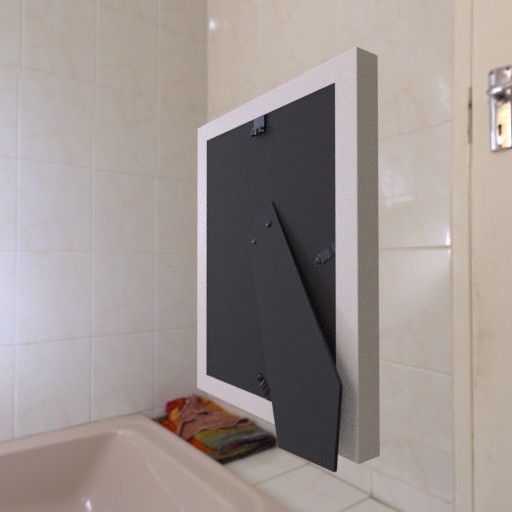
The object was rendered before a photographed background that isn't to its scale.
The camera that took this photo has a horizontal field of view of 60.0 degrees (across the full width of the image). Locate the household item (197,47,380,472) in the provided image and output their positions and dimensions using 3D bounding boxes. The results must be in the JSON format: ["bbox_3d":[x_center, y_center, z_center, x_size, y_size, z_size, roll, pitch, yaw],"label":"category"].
[{"bbox_3d":[0.000,0.000,0.344,0.045,0.250,0.200,1,-1,-36],"label":"household item"}]
